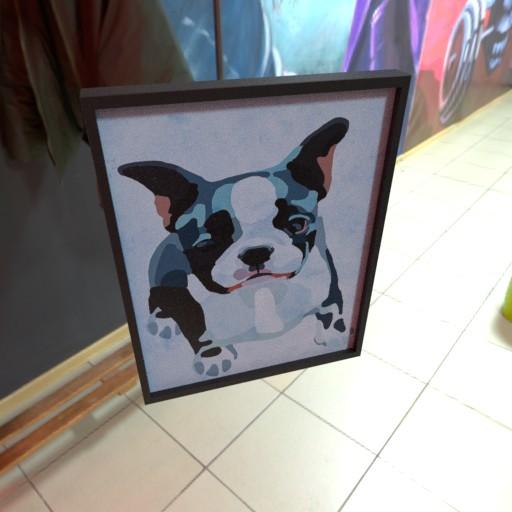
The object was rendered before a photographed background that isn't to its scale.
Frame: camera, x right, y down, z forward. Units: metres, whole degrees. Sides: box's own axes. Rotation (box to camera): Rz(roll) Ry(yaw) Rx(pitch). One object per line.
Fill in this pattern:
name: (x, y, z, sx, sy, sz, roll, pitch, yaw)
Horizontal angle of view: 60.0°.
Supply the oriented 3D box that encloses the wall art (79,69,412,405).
wall art: (0.000, 0.000, 0.492, 0.294, 0.369, 0.030, -9, 34, -14)
